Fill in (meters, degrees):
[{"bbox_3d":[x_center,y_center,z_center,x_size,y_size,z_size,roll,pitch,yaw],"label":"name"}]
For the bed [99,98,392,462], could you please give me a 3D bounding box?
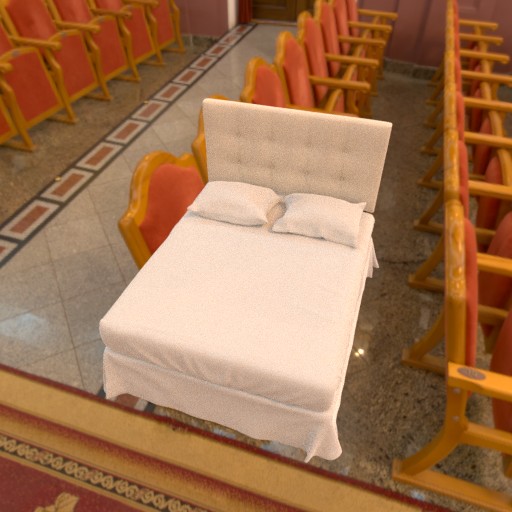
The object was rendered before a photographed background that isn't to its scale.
[{"bbox_3d":[0.000,0.000,3.496,1.936,1.577,2.222,12,42,14],"label":"bed"}]
